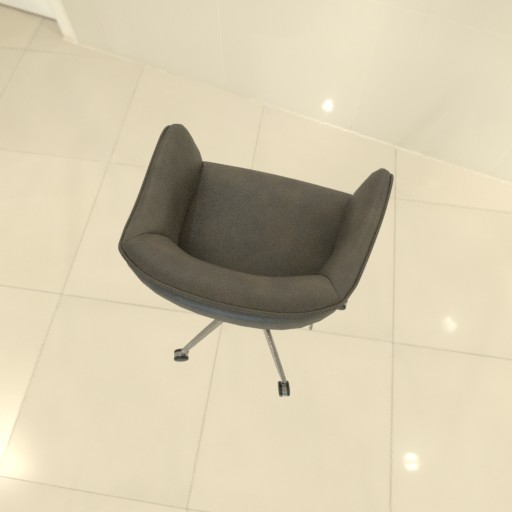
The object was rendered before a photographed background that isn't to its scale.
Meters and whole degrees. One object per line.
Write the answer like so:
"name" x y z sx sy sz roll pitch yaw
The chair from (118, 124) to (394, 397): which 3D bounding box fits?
"chair" 0.000 0.000 1.427 0.713 0.827 0.689 14 65 7
